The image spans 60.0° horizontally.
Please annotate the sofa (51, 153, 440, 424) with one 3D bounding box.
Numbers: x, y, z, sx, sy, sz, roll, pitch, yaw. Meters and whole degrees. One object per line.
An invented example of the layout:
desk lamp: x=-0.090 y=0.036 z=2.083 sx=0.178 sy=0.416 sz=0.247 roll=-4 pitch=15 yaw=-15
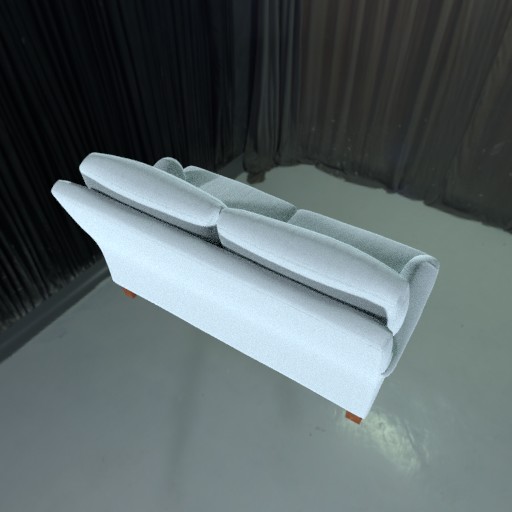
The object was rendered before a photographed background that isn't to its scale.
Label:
sofa: x=0.000 y=0.000 z=2.526 sx=1.853 sy=1.101 sz=1.084 roll=24 pitch=50 yaw=22
